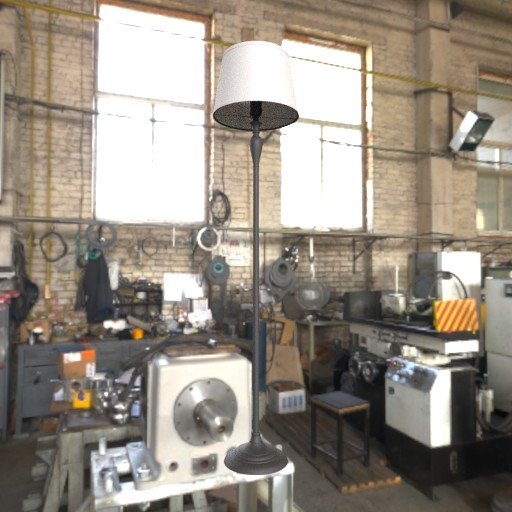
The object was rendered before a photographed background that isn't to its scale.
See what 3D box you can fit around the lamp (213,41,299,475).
[{"bbox_3d":[0.000,0.000,1.658,0.327,1.506,0.327,-2,-3,36],"label":"lamp"}]
